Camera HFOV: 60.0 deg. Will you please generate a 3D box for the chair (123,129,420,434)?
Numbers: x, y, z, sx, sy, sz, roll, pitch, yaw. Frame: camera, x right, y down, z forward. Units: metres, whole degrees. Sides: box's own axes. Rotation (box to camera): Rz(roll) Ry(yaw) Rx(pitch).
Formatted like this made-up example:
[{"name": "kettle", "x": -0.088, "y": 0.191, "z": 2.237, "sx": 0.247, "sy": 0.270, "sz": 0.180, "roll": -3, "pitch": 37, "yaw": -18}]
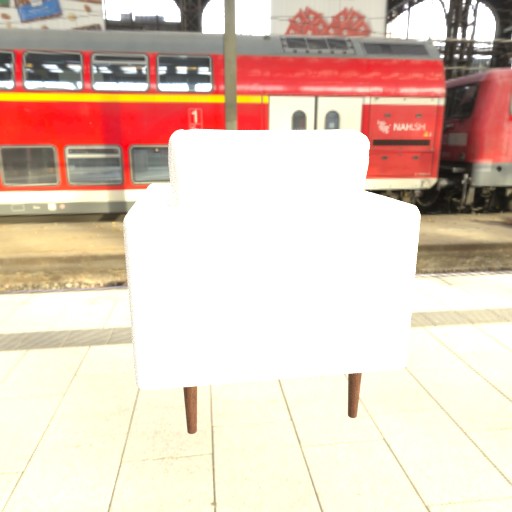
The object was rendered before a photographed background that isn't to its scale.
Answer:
[{"name": "chair", "x": 0.000, "y": 0.000, "z": 1.656, "sx": 0.831, "sy": 0.899, "sz": 0.879, "roll": -2, "pitch": 15, "yaw": -9}]
